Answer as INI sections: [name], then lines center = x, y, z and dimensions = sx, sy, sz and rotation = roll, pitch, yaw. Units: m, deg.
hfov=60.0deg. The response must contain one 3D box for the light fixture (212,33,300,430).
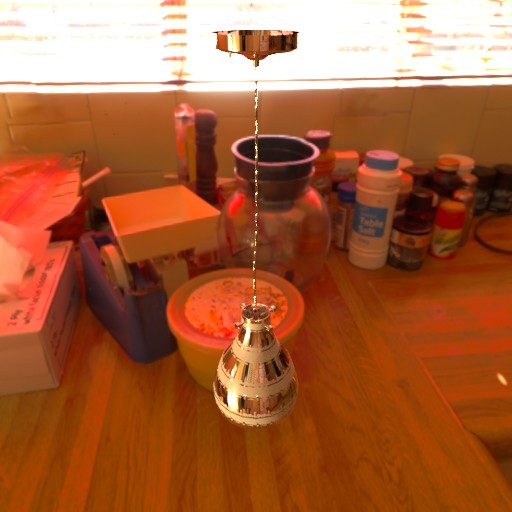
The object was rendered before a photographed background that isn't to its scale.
[light fixture]
center = 0.000, 0.000, 1.613
dimensions = 0.374, 1.457, 0.374
rotation = -21, 36, -31
